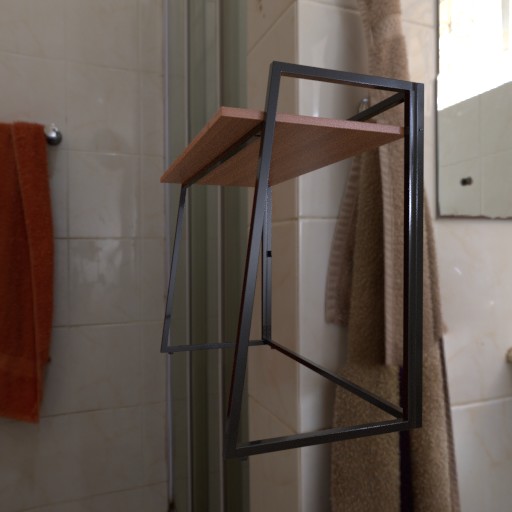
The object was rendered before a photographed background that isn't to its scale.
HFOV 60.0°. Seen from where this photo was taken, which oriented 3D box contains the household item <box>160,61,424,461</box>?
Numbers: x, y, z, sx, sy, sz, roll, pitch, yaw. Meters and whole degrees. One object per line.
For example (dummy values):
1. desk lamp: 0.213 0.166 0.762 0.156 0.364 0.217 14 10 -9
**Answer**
1. household item: 0.000 0.000 1.504 0.510 0.860 1.050 0 1 -19
